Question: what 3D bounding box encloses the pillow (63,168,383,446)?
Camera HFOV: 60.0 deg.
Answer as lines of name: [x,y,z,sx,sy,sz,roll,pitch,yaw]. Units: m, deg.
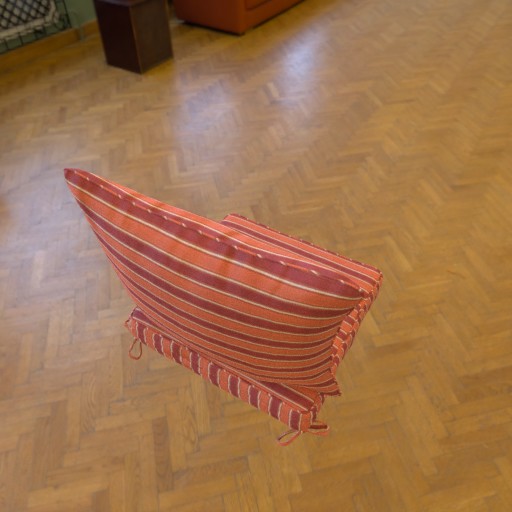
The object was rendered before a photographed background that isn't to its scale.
pillow: [0.000,0.000,1.379,0.799,0.723,0.733,23,50,21]
